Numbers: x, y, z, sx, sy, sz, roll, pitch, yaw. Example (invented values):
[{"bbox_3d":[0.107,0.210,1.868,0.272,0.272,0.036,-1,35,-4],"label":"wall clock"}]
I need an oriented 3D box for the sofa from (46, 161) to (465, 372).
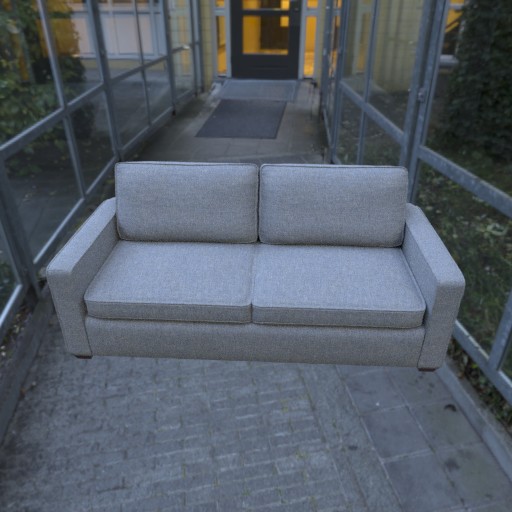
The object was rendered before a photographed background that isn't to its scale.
[{"bbox_3d":[0.000,0.000,2.606,2.078,0.918,0.945,2,30,3],"label":"sofa"}]
